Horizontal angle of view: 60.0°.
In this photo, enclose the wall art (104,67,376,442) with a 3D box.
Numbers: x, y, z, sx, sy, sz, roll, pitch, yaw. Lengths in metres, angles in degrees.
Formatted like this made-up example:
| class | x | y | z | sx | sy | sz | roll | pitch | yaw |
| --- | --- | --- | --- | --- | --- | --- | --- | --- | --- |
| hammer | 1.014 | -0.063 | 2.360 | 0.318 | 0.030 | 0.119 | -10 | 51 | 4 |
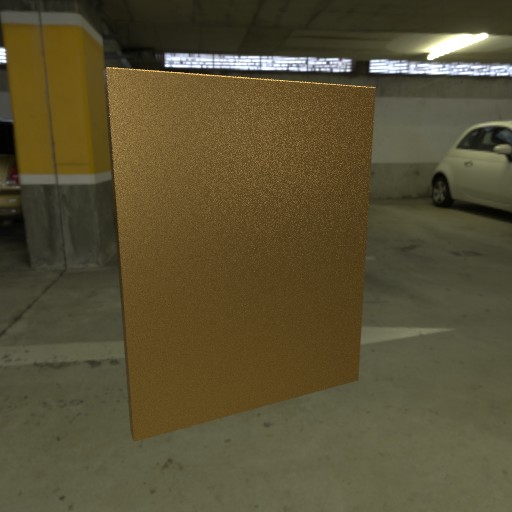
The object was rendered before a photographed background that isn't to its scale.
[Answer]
| class | x | y | z | sx | sy | sz | roll | pitch | yaw |
| --- | --- | --- | --- | --- | --- | --- | --- | --- | --- |
| wall art | 0.000 | 0.000 | 1.023 | 0.610 | 0.762 | 0.038 | -6 | 15 | -25 |
